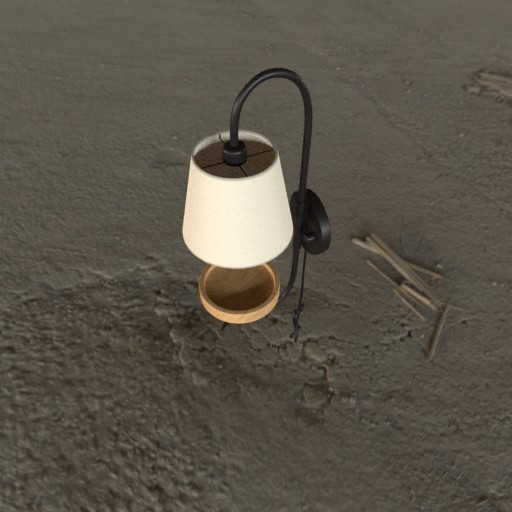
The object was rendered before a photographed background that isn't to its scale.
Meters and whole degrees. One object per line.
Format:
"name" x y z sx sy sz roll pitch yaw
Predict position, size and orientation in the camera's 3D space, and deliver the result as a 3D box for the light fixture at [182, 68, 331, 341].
"light fixture" 0.000 0.000 0.971 0.299 0.821 0.220 -18 50 -16
